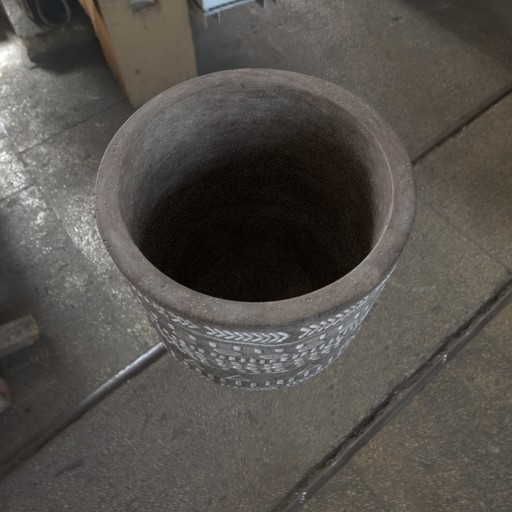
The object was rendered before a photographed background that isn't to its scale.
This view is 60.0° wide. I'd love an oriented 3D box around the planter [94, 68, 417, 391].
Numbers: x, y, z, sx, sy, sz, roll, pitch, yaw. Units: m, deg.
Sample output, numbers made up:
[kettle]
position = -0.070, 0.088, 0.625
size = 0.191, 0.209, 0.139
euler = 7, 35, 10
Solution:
[planter]
position = 0.000, 0.000, 0.222
size = 0.122, 0.128, 0.122
euler = 0, 61, 0
